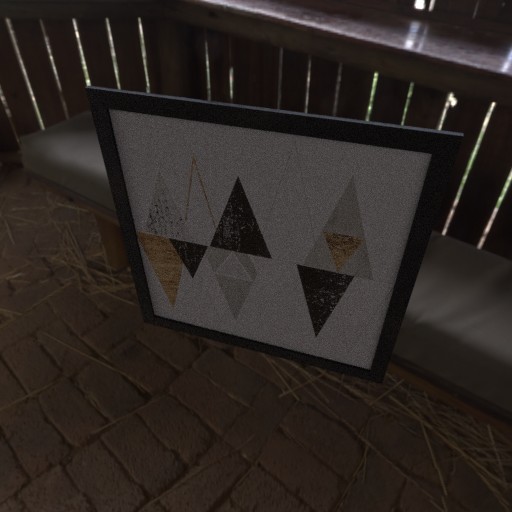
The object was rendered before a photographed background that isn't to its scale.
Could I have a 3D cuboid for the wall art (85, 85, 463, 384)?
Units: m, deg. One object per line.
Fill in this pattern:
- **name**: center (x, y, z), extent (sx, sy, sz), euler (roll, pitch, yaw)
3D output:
- **wall art**: center (0.000, 0.000, 1.203), extent (0.823, 0.823, 0.013), euler (12, 42, 13)
